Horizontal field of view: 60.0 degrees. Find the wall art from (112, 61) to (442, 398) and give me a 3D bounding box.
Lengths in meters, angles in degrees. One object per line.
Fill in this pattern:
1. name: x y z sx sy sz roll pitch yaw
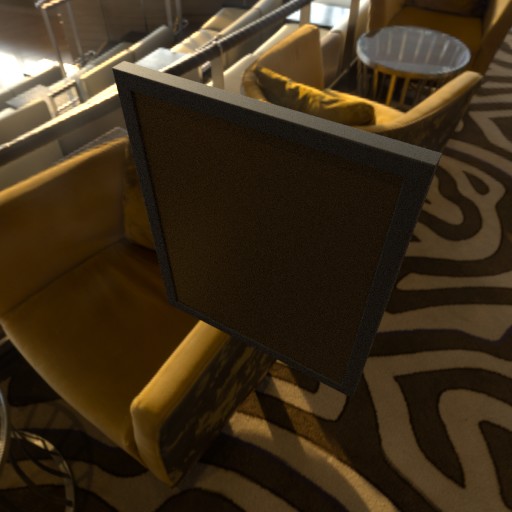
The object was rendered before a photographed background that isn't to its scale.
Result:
1. wall art: 0.000 0.000 0.760 0.457 0.558 0.028 23 52 20
